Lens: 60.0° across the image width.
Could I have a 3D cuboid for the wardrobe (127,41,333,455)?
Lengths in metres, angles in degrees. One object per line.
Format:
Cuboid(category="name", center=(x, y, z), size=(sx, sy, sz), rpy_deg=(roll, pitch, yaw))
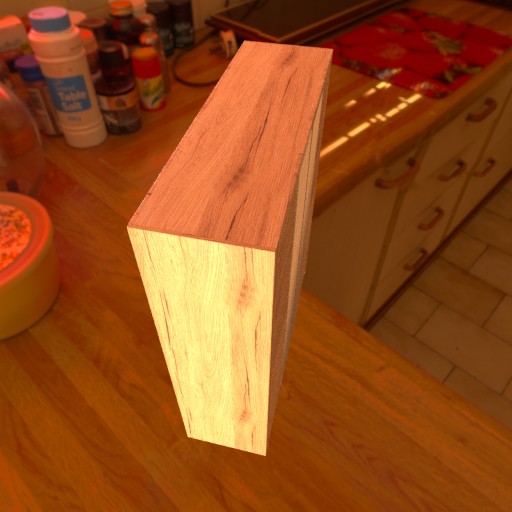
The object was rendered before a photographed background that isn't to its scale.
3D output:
Cuboid(category="wardrobe", center=(0.000, 0.000, 2.988), size=(0.580, 2.070, 1.810), rpy_deg=(10, 48, 9))
